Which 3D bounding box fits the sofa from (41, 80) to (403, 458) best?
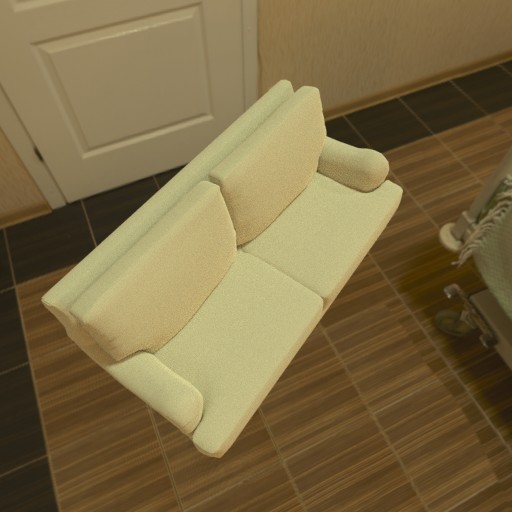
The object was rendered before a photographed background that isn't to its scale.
[{"bbox_3d":[0.000,0.000,2.790,1.086,1.087,2.159,32,63,18],"label":"sofa"}]
